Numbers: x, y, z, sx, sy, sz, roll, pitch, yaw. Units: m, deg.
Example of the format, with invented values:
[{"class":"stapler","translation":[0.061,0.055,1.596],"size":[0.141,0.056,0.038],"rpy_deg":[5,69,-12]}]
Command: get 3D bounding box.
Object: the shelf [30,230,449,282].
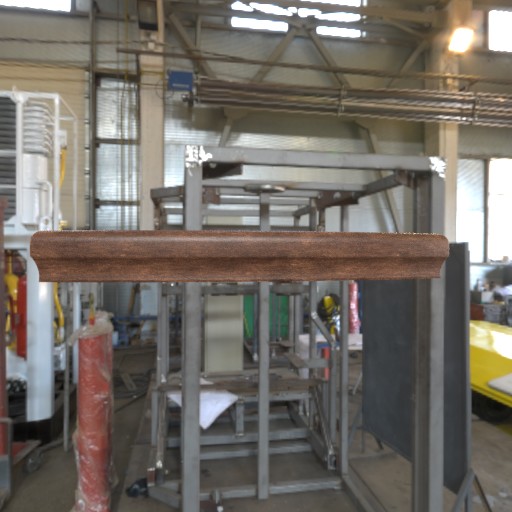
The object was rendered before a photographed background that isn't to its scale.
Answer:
[{"class":"shelf","translation":[0.000,0.000,0.458],"size":[0.310,0.050,0.310],"rpy_deg":[0,0,35]}]
